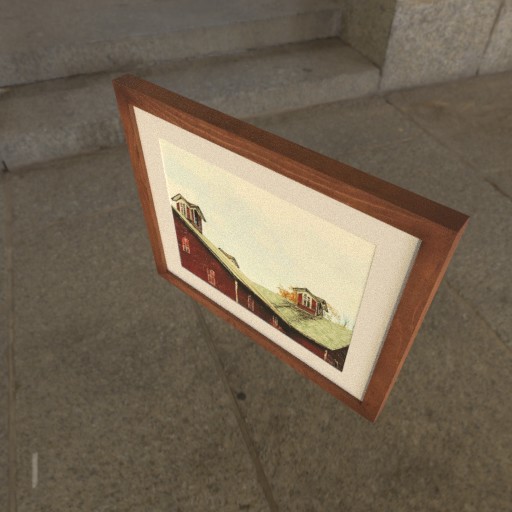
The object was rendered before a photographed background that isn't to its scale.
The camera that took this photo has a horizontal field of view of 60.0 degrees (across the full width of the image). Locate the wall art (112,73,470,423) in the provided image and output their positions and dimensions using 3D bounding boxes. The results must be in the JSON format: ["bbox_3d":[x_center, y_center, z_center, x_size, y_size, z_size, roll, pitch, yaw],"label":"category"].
[{"bbox_3d":[0.000,0.000,0.747,0.558,0.457,0.033,30,53,26],"label":"wall art"}]
